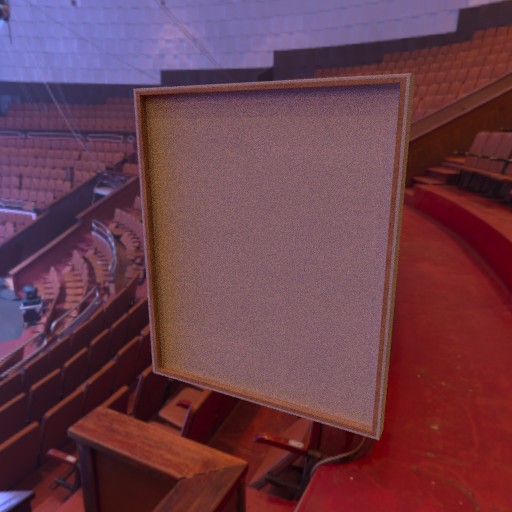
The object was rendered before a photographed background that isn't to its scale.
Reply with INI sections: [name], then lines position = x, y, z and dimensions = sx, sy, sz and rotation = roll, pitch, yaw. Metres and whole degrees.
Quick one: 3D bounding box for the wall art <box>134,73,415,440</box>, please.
[wall art]
position = 0.000, 0.000, 0.831
dimensions = 0.508, 0.606, 0.037
rotation = 8, 17, 26
